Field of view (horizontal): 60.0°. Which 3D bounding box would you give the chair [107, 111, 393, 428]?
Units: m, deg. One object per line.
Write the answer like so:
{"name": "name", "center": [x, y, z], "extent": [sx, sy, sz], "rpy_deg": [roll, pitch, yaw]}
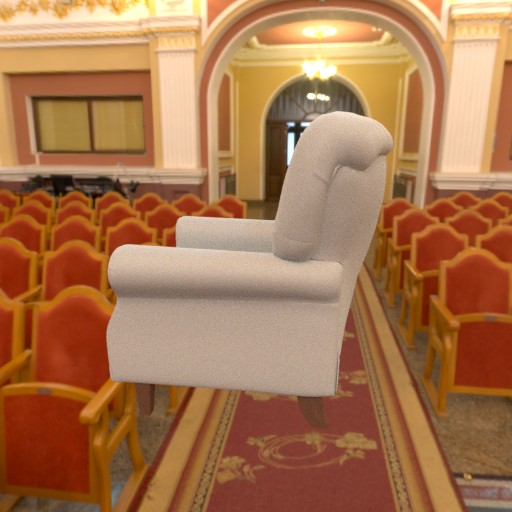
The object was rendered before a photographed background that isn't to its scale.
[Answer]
{"name": "chair", "center": [0.000, 0.000, 2.063], "extent": [1.128, 1.217, 1.090], "rpy_deg": [2, 13, 7]}
